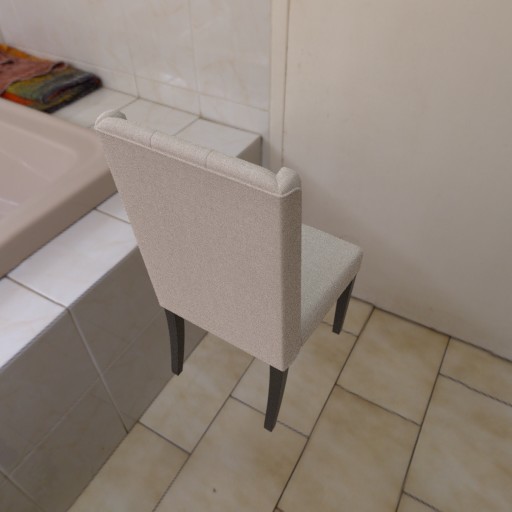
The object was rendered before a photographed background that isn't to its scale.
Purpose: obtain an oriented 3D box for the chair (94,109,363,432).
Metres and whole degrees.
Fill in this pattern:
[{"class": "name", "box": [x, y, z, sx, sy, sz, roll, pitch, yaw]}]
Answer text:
[{"class": "chair", "box": [0.000, 0.000, 1.261, 0.474, 0.961, 0.523, 24, 49, 22]}]
